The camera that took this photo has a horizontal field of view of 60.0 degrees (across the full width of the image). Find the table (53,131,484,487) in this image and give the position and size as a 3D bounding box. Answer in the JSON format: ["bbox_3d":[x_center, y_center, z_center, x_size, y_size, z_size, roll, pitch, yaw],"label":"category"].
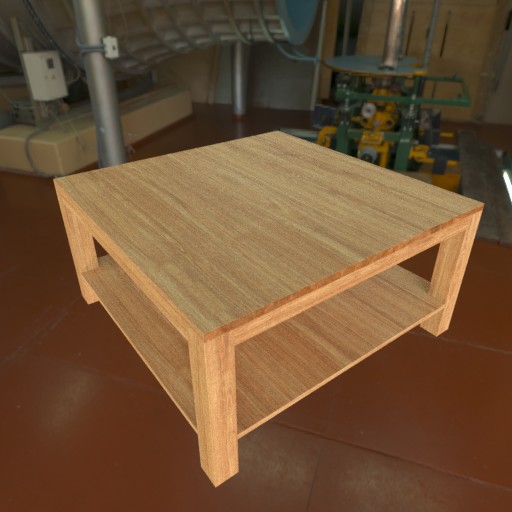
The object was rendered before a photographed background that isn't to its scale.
[{"bbox_3d":[0.000,0.000,1.415,0.900,0.450,0.900,-21,37,-31],"label":"table"}]
